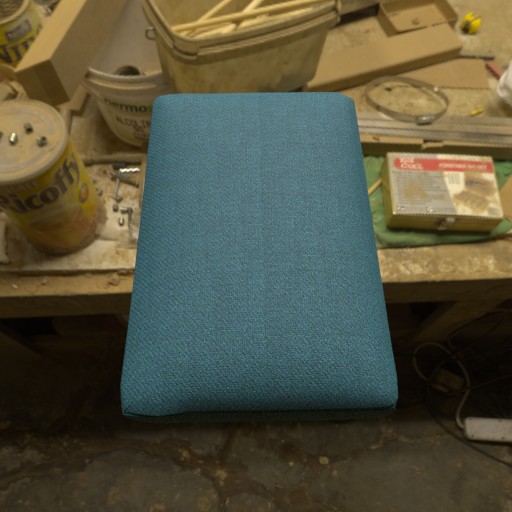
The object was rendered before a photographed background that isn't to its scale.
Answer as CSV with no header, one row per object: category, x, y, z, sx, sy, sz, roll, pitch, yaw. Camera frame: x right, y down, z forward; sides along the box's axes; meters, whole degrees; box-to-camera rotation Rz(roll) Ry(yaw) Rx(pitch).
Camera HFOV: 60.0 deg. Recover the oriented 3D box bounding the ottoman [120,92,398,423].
ottoman,0.000,0.000,1.191,0.563,0.498,0.856,-1,64,0
